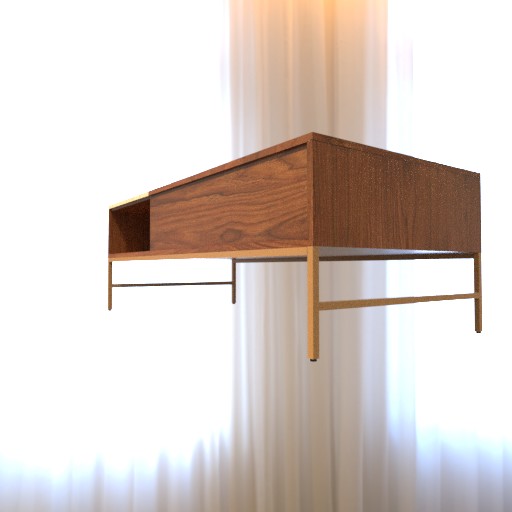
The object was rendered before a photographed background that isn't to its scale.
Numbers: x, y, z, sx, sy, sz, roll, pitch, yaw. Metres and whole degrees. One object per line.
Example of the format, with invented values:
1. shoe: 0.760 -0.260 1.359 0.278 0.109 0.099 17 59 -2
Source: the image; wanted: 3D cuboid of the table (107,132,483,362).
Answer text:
1. table: 0.000 0.000 1.918 0.789 0.551 1.553 1 -2 -36
